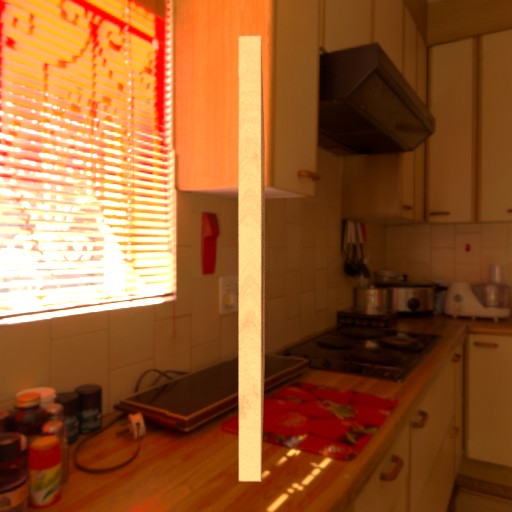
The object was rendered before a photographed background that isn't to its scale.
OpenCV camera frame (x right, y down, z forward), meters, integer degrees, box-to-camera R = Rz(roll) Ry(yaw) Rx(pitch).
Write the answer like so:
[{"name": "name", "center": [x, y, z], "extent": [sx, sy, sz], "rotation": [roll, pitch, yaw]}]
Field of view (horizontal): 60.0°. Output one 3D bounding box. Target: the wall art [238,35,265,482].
[{"name": "wall art", "center": [0.000, 0.000, 1.131], "extent": [0.038, 0.757, 0.760], "rotation": [0, 1, 2]}]
